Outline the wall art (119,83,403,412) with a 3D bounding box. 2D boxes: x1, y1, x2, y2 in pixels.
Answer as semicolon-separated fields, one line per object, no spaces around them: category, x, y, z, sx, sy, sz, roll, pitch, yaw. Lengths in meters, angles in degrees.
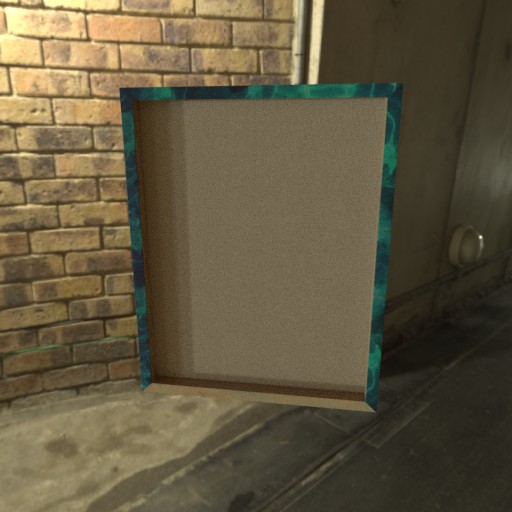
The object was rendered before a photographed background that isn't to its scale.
wall art;0.000;0.000;0.885;0.508;0.635;0.038;2;15;9
